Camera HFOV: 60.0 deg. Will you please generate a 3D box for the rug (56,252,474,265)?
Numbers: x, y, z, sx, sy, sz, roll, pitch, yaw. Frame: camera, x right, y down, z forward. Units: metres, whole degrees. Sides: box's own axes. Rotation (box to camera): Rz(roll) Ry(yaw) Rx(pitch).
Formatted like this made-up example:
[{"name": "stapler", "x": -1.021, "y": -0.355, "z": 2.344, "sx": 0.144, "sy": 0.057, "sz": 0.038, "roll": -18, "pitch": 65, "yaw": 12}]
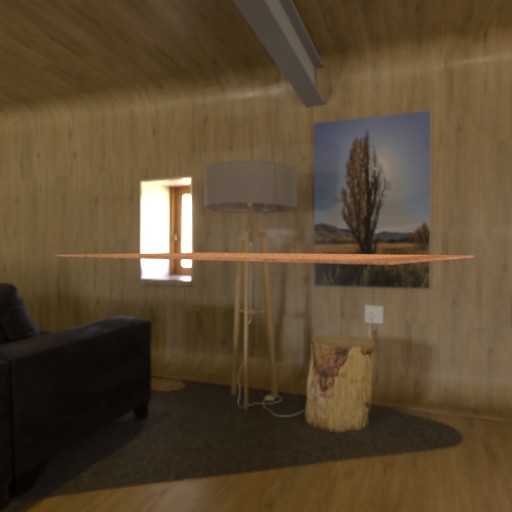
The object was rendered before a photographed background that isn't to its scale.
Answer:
[{"name": "rug", "x": 0.000, "y": 0.000, "z": 3.039, "sx": 2.438, "sy": 0.014, "sz": 1.524, "roll": 1, "pitch": 2, "yaw": 37}]
